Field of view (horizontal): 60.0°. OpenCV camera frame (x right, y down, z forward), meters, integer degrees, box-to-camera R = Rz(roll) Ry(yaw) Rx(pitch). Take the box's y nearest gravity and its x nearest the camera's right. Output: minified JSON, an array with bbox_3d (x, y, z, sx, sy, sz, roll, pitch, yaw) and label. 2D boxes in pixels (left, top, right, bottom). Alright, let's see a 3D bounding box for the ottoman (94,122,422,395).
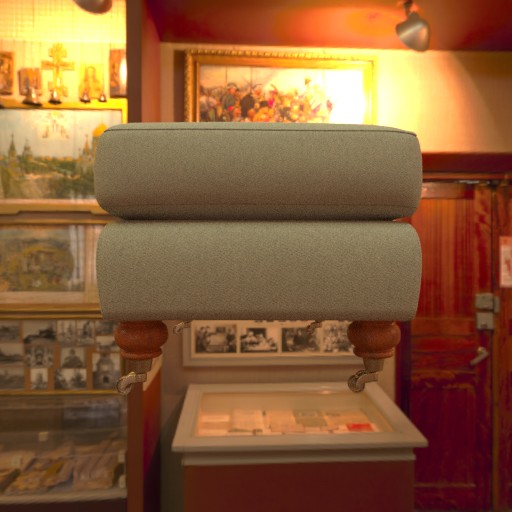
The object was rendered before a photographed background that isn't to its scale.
[{"bbox_3d":[0.000,0.000,1.105,0.569,0.499,0.773,0,0,-1],"label":"ottoman"}]
